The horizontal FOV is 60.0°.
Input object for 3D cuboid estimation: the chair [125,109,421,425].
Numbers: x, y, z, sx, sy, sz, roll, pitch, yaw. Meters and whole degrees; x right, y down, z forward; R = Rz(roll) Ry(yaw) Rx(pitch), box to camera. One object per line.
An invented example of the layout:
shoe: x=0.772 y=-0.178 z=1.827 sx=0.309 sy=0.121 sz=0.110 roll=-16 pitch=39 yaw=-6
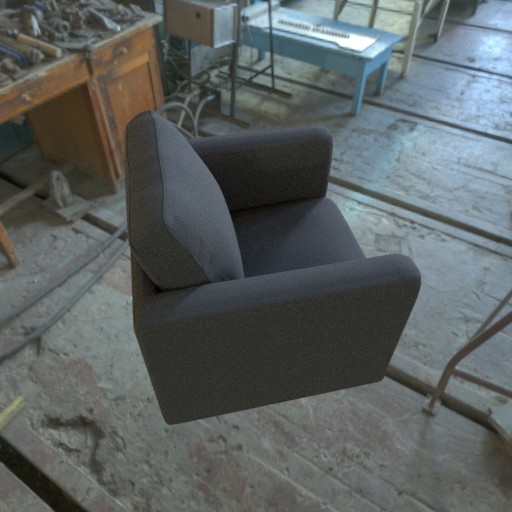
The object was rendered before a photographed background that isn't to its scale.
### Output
chair: x=0.000 y=0.000 z=1.577 sx=0.800 sy=0.927 sz=0.854 roll=-9 pitch=47 yaw=-9
